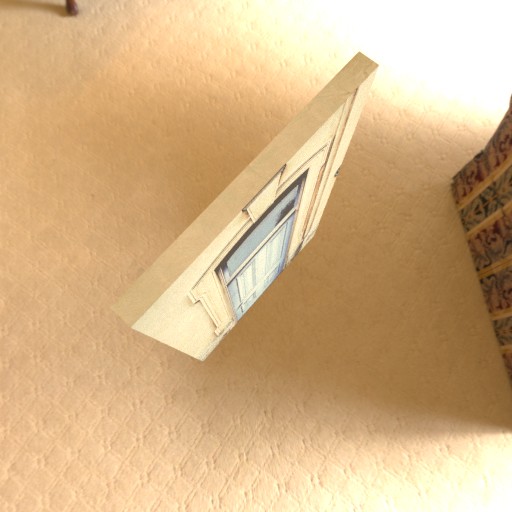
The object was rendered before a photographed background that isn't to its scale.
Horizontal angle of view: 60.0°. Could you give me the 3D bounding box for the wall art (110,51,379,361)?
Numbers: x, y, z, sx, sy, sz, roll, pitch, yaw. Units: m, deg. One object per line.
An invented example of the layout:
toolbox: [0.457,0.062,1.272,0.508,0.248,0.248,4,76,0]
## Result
wall art: [0.000,0.000,0.964,0.038,0.764,0.508,40,77,11]
